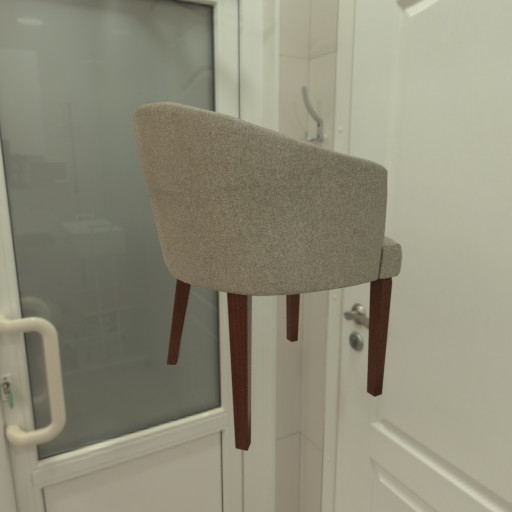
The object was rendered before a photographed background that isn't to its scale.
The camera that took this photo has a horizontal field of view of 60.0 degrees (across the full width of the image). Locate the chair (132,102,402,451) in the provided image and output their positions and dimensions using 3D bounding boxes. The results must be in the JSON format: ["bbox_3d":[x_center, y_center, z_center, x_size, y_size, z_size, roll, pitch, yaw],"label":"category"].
[{"bbox_3d":[0.000,0.000,1.296,0.655,0.811,0.583,-7,14,-28],"label":"chair"}]
